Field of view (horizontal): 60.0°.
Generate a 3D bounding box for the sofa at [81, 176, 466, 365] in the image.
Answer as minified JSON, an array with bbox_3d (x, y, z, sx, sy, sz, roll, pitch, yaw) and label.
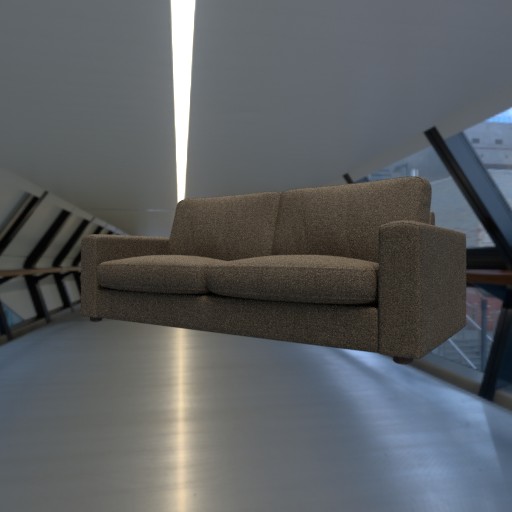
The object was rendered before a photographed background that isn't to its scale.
[{"bbox_3d":[0.000,0.000,2.688,2.179,0.873,1.016,0,0,35],"label":"sofa"}]
